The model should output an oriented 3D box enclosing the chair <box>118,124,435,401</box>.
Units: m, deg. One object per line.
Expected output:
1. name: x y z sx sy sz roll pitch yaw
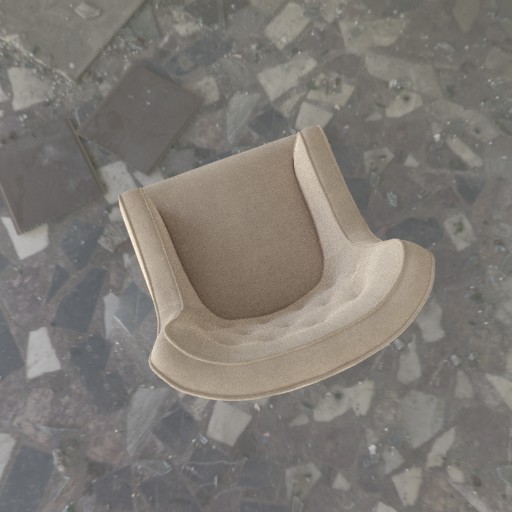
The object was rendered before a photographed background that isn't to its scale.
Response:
1. chair: 0.000 0.000 1.590 0.781 0.920 0.910 -21 76 -6
